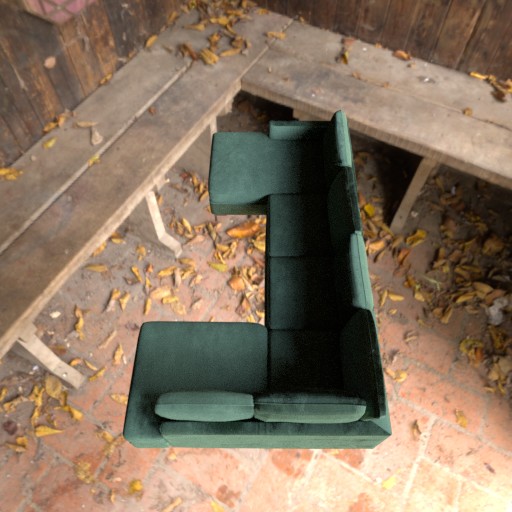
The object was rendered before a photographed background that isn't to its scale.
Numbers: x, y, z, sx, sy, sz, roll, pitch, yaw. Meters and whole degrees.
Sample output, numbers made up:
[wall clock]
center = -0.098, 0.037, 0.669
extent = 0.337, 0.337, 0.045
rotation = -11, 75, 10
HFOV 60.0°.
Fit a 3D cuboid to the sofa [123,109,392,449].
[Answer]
[sofa]
center = 0.000, 0.000, 4.354
extent = 2.055, 0.992, 3.434
rotation = 1, 58, 0
